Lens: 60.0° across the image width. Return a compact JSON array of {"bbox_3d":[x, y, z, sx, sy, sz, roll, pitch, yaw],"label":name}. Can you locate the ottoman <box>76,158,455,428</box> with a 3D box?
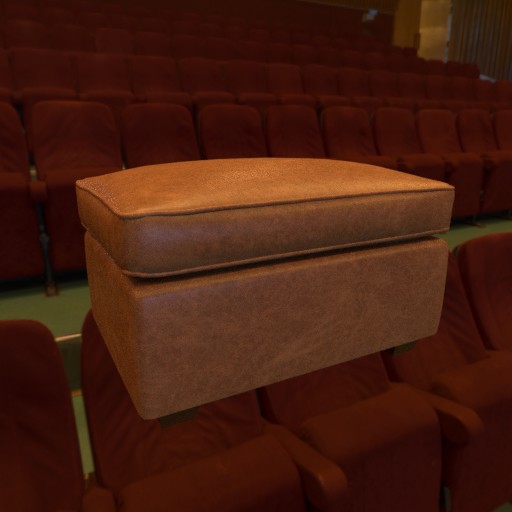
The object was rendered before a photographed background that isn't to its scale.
[{"bbox_3d":[0.000,0.000,1.095,0.756,0.468,0.554,-8,18,-27],"label":"ottoman"}]
